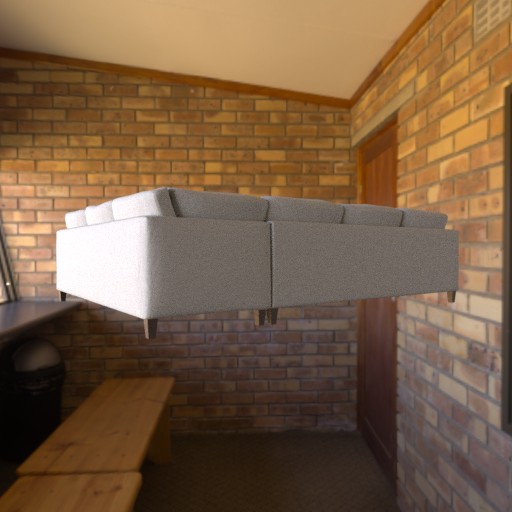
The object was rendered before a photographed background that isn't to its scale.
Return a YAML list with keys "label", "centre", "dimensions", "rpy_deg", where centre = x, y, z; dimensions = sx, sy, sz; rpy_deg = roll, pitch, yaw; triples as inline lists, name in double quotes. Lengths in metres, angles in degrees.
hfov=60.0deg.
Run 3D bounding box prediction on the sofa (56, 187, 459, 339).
- label: "sofa"
  centre: [0.000, 0.000, 4.507]
  dimensions: [3.333, 0.934, 2.522]
  rpy_deg: [-1, 1, -35]
